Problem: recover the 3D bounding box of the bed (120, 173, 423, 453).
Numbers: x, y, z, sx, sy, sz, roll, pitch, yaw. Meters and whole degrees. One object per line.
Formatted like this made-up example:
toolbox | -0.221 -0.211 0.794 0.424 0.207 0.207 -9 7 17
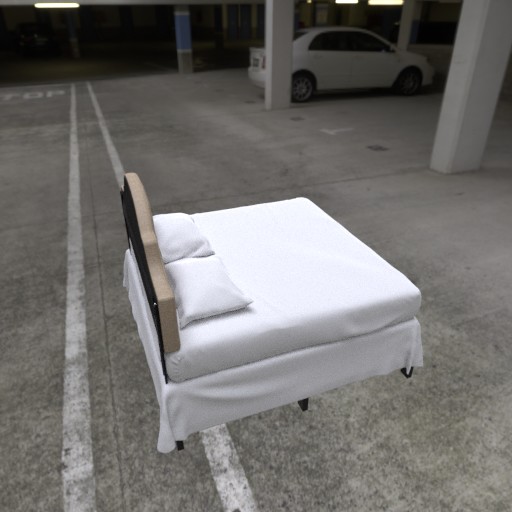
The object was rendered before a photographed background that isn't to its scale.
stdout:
bed | 0.000 0.000 3.821 2.222 1.631 2.303 -11 32 -18
